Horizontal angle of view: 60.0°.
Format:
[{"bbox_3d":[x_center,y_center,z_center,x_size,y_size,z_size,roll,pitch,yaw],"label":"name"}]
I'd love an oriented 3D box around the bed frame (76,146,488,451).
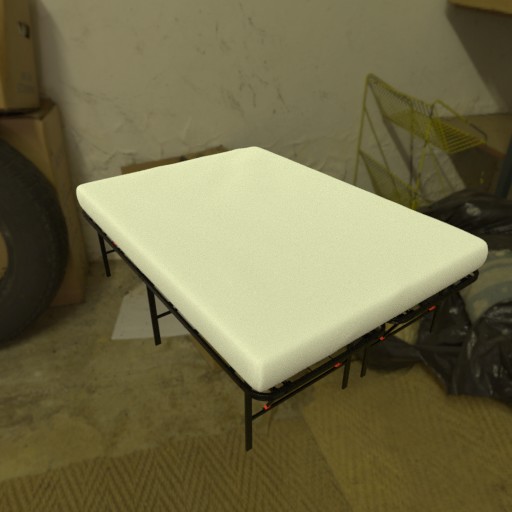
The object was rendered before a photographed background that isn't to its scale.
[{"bbox_3d":[0.000,0.000,2.522,1.372,0.637,1.905,-21,37,-31],"label":"bed frame"}]
